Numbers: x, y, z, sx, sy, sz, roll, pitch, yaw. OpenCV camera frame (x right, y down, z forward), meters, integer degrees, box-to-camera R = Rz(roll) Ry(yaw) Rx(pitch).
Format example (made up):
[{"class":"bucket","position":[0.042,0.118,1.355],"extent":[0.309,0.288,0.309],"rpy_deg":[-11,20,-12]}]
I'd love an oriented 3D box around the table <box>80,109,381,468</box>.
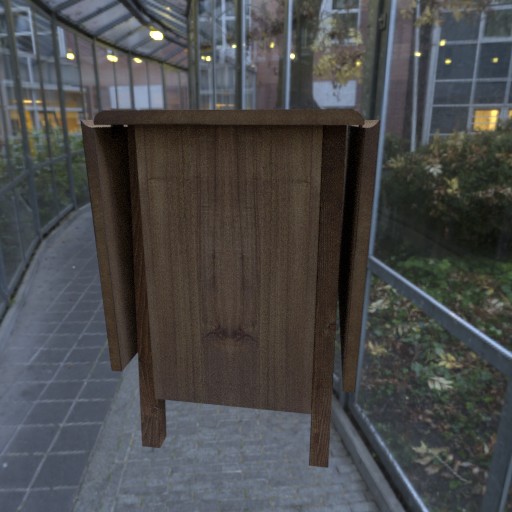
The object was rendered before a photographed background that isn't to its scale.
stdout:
[{"class":"table","position":[0.000,0.000,1.605],"extent":[0.701,0.981,0.967],"rpy_deg":[3,17,9]}]
